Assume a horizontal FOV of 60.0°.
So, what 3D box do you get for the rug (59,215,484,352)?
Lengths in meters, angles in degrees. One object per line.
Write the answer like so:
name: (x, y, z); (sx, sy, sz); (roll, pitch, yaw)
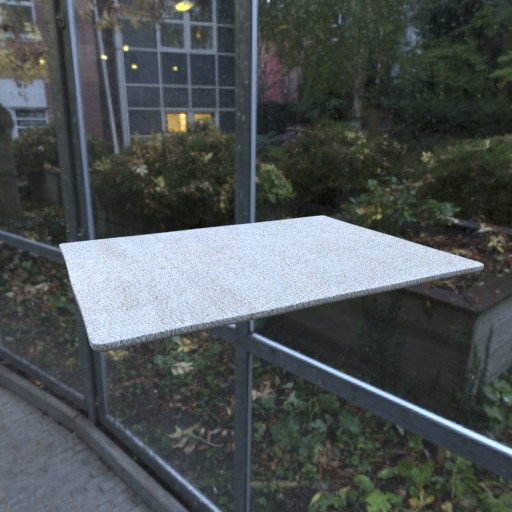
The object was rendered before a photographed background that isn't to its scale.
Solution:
rug: (0.000, 0.000, 2.051); (1.600, 0.027, 1.200); (-8, 18, -26)
